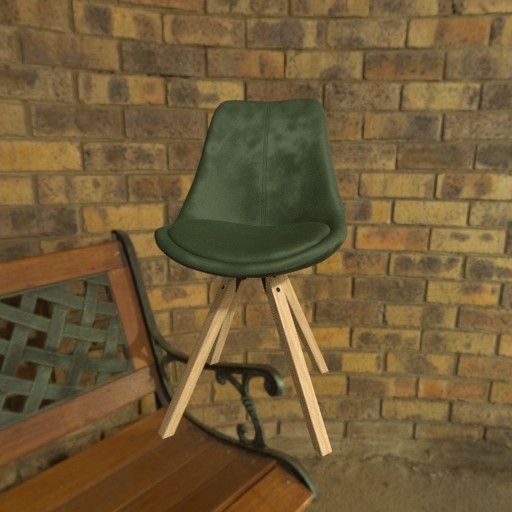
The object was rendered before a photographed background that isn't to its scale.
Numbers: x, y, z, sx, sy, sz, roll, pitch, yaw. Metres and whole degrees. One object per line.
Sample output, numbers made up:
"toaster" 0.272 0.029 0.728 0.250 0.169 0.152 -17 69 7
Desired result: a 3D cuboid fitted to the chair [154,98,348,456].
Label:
"chair" 0.000 0.000 1.207 0.483 0.865 0.547 2 13 9
